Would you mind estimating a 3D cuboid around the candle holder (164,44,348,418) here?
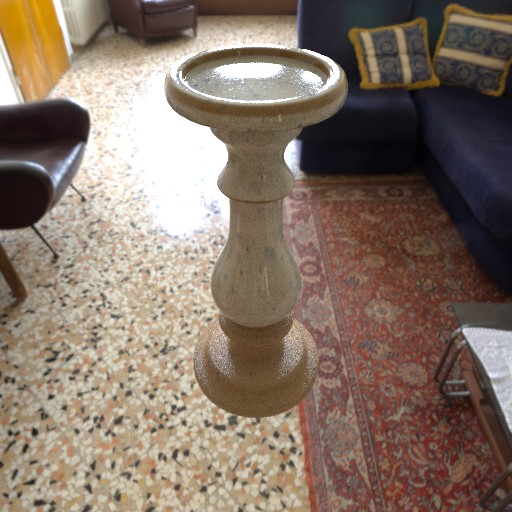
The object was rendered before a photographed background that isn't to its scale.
[{"bbox_3d":[0.000,0.000,0.249,0.088,0.203,0.088,0,41,0],"label":"candle holder"}]
